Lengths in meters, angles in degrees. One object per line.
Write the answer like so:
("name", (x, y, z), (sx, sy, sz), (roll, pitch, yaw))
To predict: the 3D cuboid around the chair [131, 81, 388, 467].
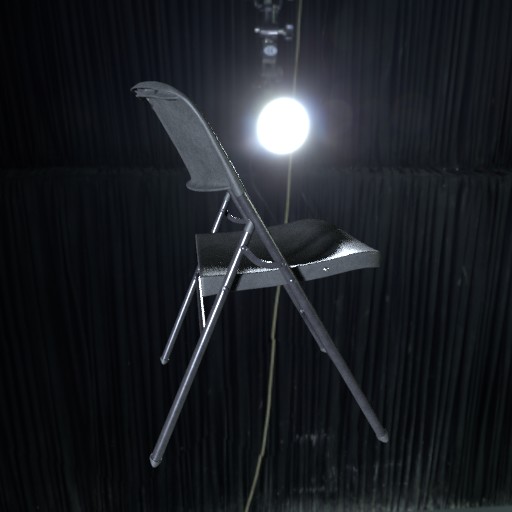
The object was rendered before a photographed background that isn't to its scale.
("chair", (0.000, 0.000, 1.139), (0.566, 0.810, 0.494), (-2, 15, -9))
